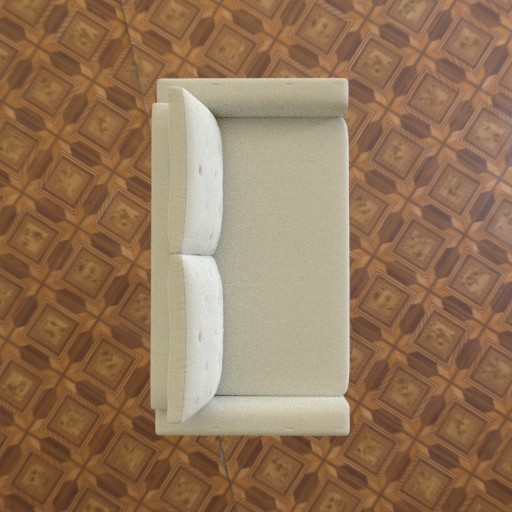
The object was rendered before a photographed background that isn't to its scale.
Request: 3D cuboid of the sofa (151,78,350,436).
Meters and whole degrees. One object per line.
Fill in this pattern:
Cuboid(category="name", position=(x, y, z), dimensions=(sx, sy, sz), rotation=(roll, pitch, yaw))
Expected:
Cuboid(category="sofa", position=(0.000, 0.000, 2.142), dimensions=(0.920, 0.790, 1.650), rotation=(0, 89, 0))
